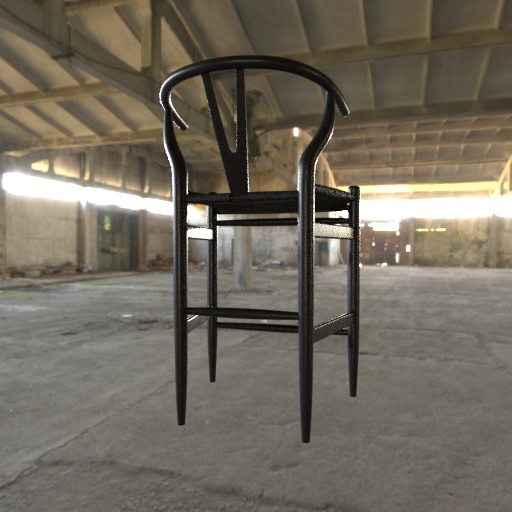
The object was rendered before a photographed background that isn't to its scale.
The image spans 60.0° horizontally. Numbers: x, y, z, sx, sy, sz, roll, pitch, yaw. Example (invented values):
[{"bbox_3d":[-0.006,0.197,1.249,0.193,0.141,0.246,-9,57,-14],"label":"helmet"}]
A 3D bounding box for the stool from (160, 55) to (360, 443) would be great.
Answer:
[{"bbox_3d":[0.000,0.000,1.343,0.569,0.970,0.579,0,1,18],"label":"stool"}]
